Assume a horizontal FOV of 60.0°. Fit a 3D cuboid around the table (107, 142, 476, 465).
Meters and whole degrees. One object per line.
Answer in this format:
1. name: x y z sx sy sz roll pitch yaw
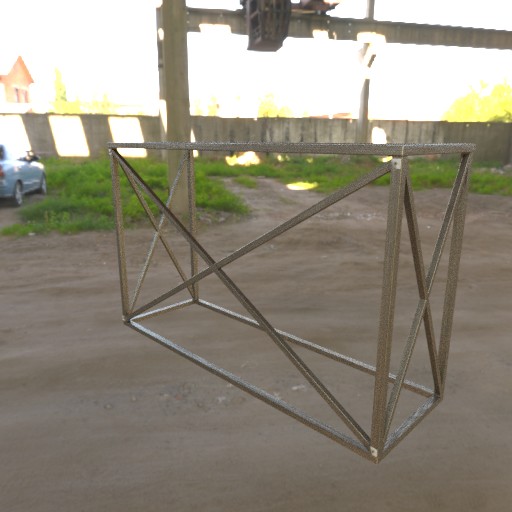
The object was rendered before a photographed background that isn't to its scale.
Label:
1. table: 0.000 0.000 1.525 1.216 0.753 0.402 14 20 43
